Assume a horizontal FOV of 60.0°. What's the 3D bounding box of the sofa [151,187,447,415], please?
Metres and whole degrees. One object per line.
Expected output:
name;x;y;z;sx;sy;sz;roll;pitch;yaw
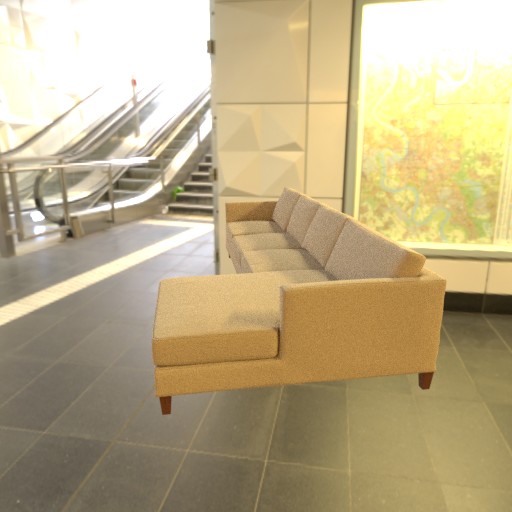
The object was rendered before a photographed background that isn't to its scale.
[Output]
sofa;0.000;0.000;3.870;1.625;0.861;3.186;-2;15;-9
